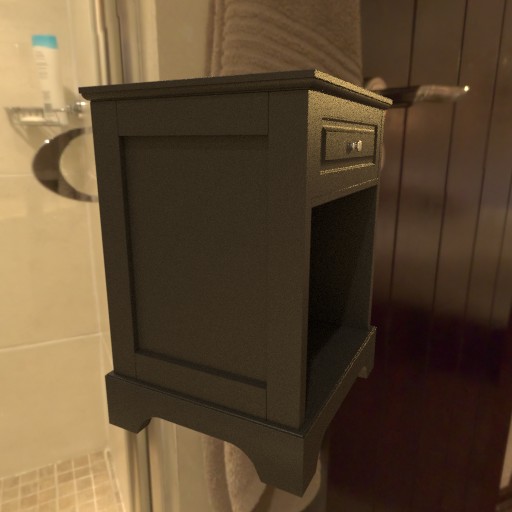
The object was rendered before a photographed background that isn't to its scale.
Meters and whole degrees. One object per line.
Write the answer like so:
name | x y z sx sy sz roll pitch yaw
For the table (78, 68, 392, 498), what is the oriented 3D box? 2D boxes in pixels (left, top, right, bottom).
table | 0.000 0.000 0.886 0.399 0.610 0.460 7 16 27
